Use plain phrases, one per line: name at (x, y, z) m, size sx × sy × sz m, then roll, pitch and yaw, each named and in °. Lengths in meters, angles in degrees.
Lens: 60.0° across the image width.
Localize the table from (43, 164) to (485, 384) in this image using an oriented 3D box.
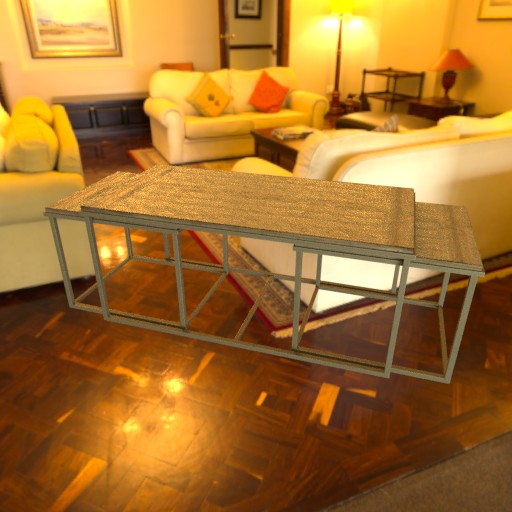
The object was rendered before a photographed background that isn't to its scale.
table at (0.000, 0.000, 1.517) m, size 1.312 × 0.427 × 0.489 m, roll 8°, pitch 29°, yaw 16°
